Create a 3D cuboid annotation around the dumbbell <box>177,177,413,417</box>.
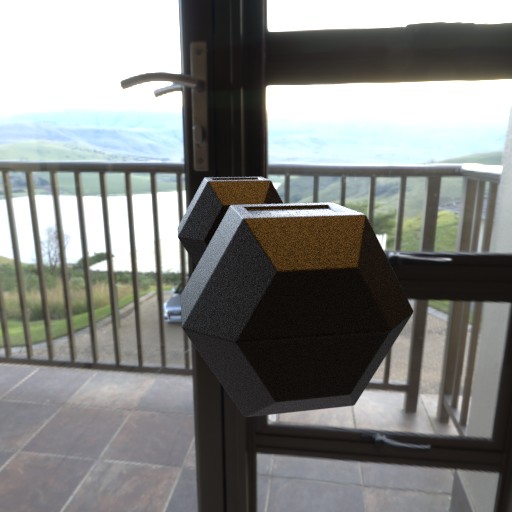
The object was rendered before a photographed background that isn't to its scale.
[{"bbox_3d":[0.000,0.000,0.308,0.106,0.092,0.272,-3,14,-10],"label":"dumbbell"}]
